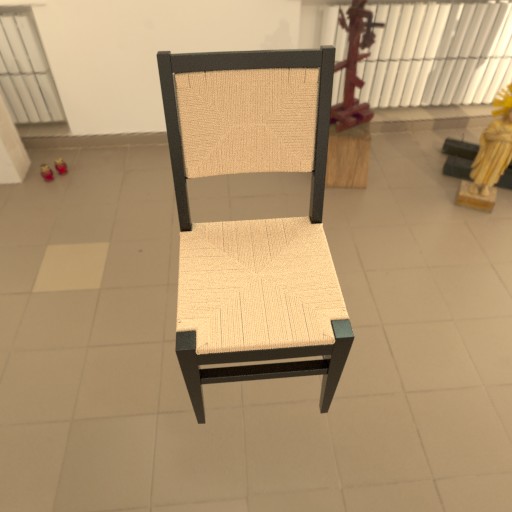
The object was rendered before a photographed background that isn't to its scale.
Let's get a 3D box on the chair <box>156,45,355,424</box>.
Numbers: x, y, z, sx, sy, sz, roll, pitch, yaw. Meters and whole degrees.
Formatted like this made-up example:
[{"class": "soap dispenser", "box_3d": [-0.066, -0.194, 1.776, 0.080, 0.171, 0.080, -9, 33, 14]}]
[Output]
[{"class": "chair", "box_3d": [0.000, 0.000, 1.234, 0.437, 0.927, 0.552, -4, 46, -4]}]
